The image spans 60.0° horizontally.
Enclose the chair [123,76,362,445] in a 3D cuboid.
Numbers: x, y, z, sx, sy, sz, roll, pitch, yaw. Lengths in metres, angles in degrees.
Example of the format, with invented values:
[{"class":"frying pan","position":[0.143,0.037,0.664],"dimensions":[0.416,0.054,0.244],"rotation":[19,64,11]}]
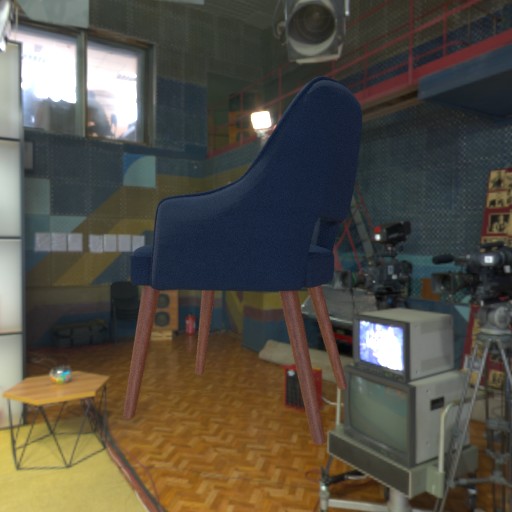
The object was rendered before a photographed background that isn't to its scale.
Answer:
[{"class":"chair","position":[0.000,0.000,1.271],"dimensions":[0.591,0.844,0.559],"rotation":[0,1,18]}]
